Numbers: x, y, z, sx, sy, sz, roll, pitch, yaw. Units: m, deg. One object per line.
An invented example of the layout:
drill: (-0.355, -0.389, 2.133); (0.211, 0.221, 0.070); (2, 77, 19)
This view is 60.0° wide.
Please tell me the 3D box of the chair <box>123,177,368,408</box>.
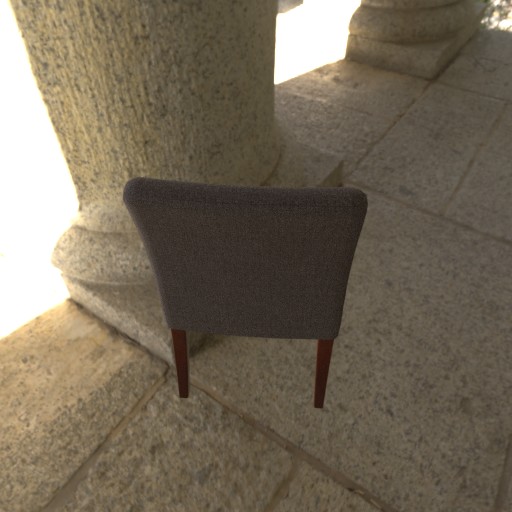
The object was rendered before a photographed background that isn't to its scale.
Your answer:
chair: (0.000, 0.000, 1.338); (0.508, 0.952, 0.655); (3, 46, 3)
